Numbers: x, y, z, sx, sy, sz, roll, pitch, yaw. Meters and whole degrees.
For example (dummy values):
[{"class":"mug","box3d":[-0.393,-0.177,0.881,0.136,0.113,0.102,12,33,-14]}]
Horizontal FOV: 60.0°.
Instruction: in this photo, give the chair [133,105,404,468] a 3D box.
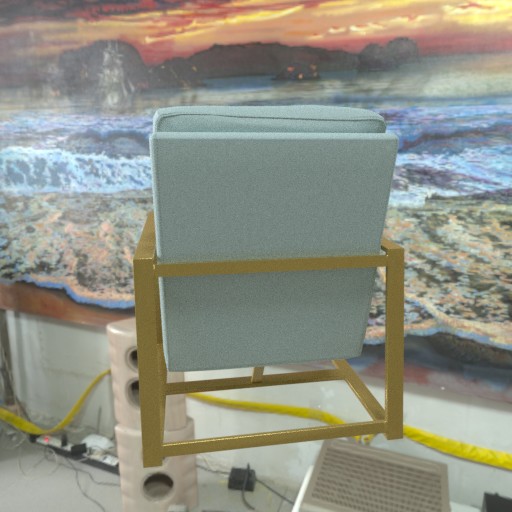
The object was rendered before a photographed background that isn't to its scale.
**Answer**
[{"class":"chair","box3d":[0.000,0.000,1.536,0.758,0.956,0.813,-2,14,-9]}]
